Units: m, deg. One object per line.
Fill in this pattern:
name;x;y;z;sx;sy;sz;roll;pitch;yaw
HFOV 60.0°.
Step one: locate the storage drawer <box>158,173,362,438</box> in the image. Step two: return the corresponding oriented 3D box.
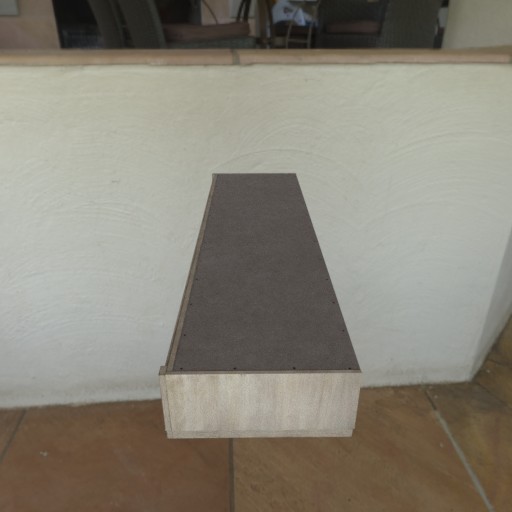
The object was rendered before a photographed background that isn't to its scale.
storage drawer;0.000;0.000;2.270;0.591;0.274;2.072;0;27;-1
